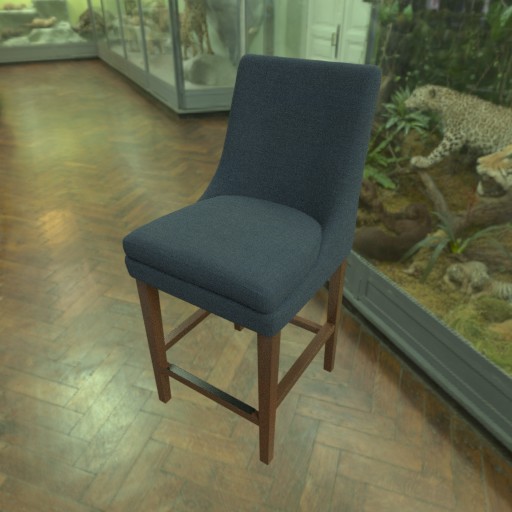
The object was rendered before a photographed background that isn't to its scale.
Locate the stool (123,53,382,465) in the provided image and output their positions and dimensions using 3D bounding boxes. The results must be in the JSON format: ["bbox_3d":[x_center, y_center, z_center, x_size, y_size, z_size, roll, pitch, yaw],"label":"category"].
[{"bbox_3d":[0.000,0.000,1.265,0.470,0.981,0.577,19,37,28],"label":"stool"}]
